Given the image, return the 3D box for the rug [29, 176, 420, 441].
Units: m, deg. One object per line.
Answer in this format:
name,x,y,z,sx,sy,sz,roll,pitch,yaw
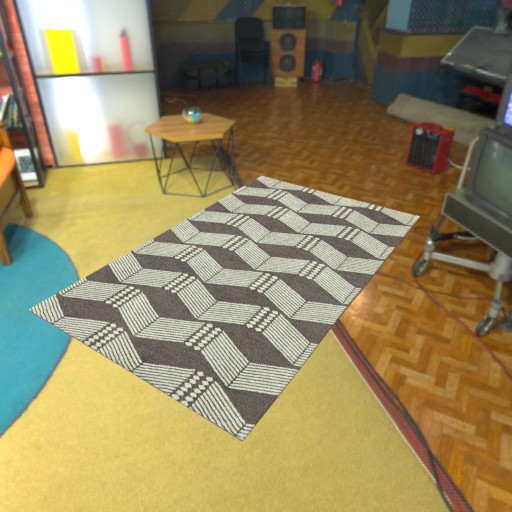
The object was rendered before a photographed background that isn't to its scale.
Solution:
rug,0.000,0.000,3.043,1.517,0.011,2.435,20,37,28
